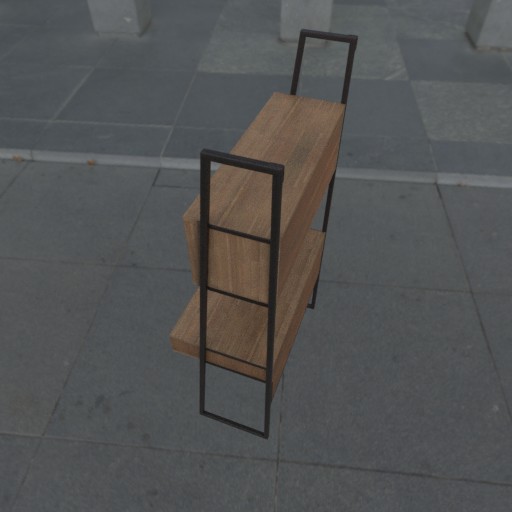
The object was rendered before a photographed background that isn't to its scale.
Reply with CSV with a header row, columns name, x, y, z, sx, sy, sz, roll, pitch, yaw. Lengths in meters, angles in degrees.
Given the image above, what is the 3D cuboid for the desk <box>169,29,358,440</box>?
name,x,y,z,sx,sy,sz,roll,pitch,yaw
desk,0.000,0.000,2.186,0.515,1.809,0.982,15,48,14
